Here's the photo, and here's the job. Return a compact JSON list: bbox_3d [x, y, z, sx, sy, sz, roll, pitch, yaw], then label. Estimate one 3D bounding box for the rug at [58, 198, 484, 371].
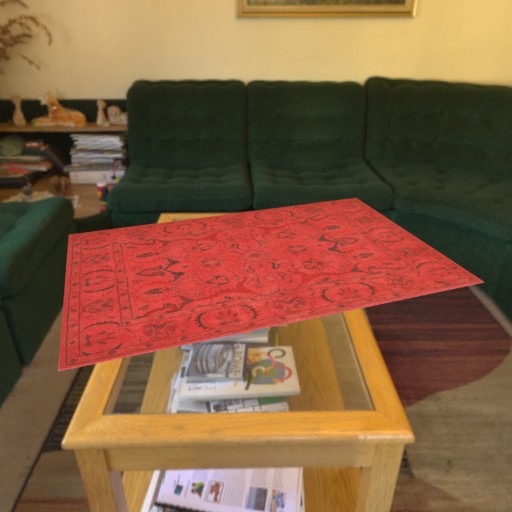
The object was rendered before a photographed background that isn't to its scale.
[{"bbox_3d":[0.000,0.000,3.004,2.423,0.010,1.534,-9,29,-16],"label":"rug"}]
